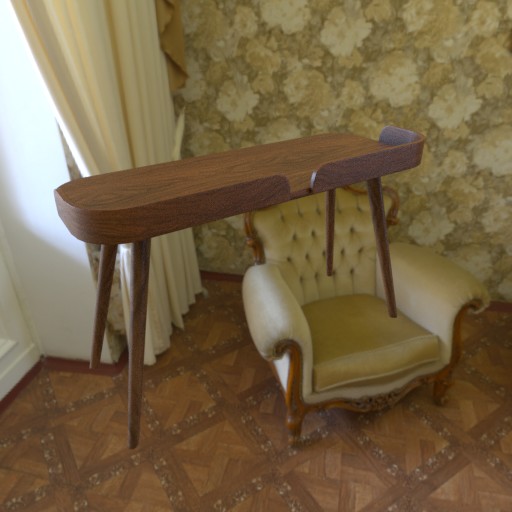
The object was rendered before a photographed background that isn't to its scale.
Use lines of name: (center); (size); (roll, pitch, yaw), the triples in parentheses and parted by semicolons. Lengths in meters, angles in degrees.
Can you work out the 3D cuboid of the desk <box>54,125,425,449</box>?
desk: (0.000, 0.000, 1.642); (1.256, 0.800, 0.486); (-18, 34, -29)
